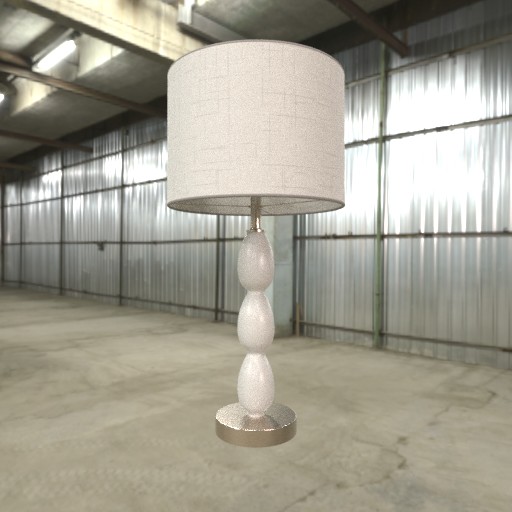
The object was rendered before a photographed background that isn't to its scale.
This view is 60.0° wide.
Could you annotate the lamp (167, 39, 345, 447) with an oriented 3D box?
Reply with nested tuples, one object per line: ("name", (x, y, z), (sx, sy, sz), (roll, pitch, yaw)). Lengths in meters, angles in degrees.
("lamp", (0.000, 0.000, 0.711), (0.280, 0.559, 0.282), (0, 0, -18))
